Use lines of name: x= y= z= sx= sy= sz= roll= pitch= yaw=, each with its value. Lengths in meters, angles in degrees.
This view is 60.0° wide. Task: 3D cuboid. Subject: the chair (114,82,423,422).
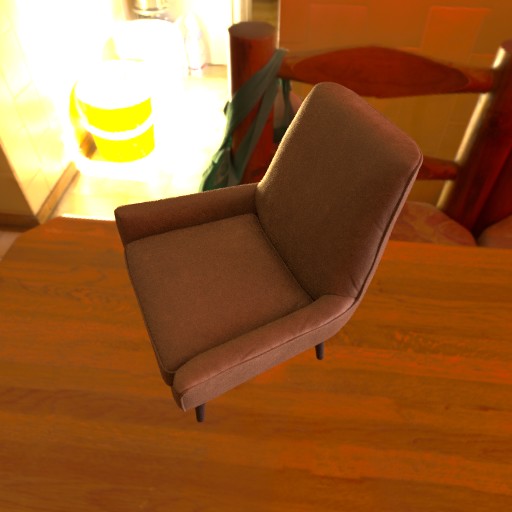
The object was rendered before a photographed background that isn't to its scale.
chair: x=0.000 y=0.000 z=1.493 sx=0.824 sy=0.888 sz=0.787 roll=-18 pitch=50 yaw=-16
